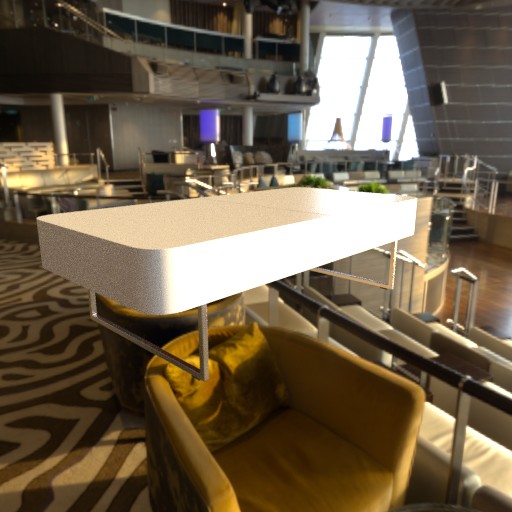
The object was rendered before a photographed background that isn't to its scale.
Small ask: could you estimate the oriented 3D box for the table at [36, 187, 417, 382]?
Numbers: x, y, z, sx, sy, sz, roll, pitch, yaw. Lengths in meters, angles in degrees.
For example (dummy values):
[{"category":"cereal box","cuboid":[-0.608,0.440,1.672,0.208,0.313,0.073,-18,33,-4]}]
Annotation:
[{"category":"table","cuboid":[0.000,0.000,1.491,0.600,0.340,1.200,13,19,42]}]
